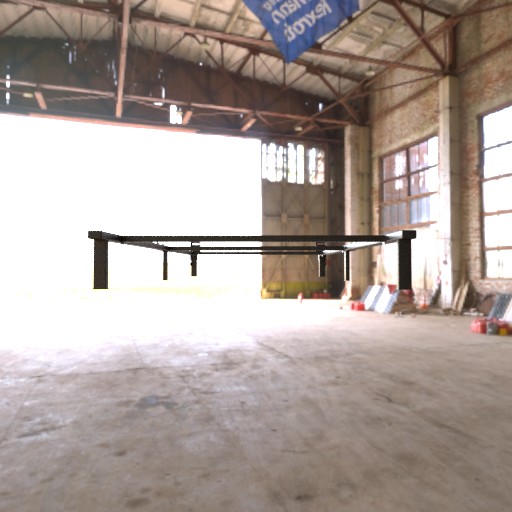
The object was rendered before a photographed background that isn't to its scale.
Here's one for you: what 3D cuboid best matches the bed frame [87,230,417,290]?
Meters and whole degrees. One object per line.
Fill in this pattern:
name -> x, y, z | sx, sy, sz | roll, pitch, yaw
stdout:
bed frame -> 0.000, 0.000, 2.231 | 0.968, 0.248, 1.897 | 0, -1, 1
